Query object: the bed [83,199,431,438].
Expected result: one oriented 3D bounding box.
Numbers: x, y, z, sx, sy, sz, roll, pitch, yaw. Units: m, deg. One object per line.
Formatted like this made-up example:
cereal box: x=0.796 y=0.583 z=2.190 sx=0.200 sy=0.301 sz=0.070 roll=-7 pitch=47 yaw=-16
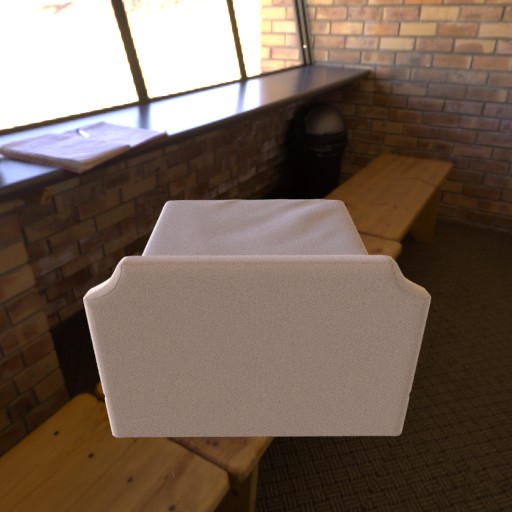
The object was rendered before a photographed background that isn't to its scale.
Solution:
bed: x=0.000 y=0.000 z=3.573 sx=1.977 sy=1.293 sz=2.498 roll=0 pitch=29 yaw=0
